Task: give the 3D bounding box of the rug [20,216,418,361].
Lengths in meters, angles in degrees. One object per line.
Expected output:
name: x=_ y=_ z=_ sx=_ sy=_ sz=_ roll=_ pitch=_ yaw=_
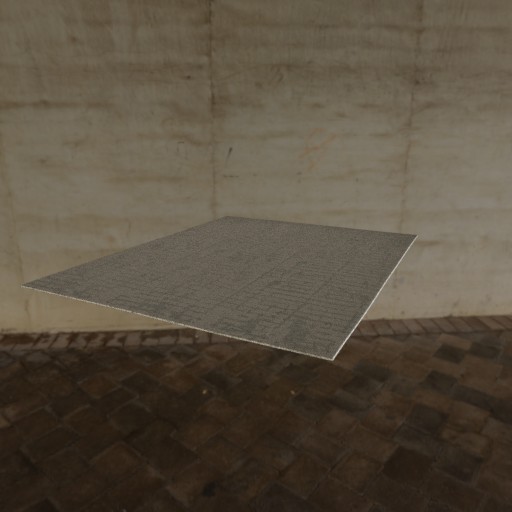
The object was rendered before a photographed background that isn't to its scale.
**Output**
rug: x=0.000 y=0.000 z=4.102 sx=2.447 sy=0.014 sz=3.061 roll=8 pitch=18 yaw=26
